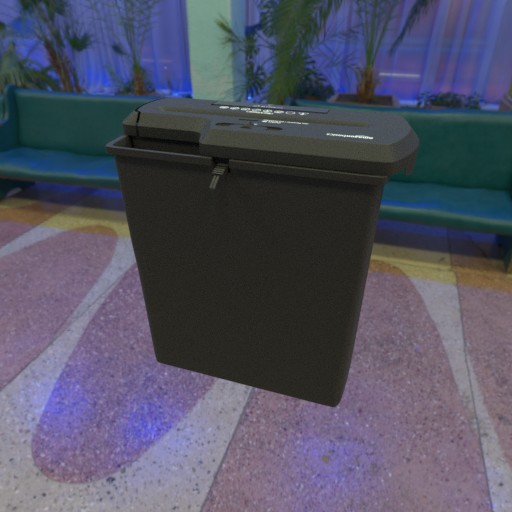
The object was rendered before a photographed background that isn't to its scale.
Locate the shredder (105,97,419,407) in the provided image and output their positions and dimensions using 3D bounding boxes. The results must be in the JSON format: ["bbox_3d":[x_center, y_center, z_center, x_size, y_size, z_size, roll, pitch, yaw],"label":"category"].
[{"bbox_3d":[0.000,0.000,0.534,0.320,0.335,0.170,10,32,16],"label":"shredder"}]
